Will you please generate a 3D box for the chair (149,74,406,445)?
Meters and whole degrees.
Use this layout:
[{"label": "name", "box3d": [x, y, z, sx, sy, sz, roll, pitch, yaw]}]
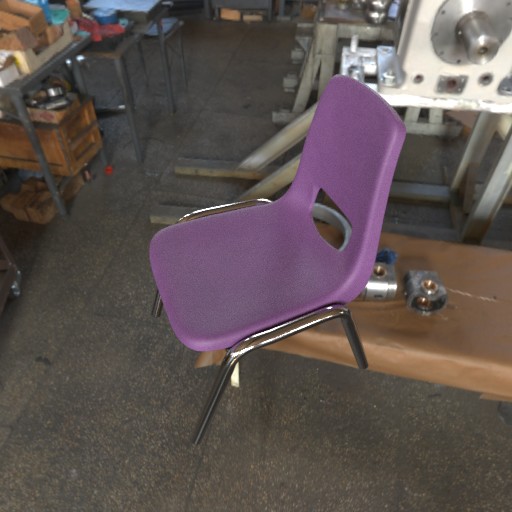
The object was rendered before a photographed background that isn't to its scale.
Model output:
[{"label": "chair", "box3d": [0.000, 0.000, 0.833, 0.419, 0.584, 0.356, -17, 48, -15]}]
